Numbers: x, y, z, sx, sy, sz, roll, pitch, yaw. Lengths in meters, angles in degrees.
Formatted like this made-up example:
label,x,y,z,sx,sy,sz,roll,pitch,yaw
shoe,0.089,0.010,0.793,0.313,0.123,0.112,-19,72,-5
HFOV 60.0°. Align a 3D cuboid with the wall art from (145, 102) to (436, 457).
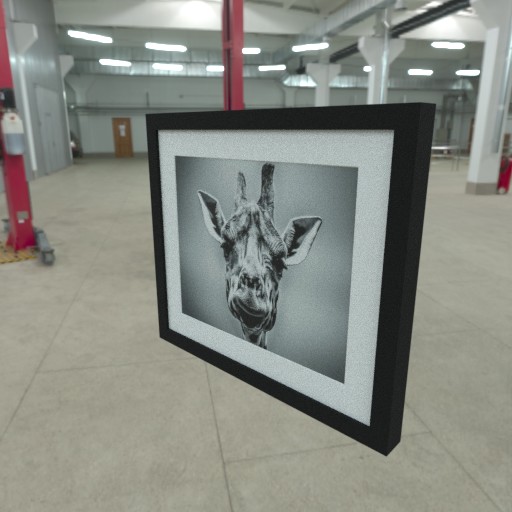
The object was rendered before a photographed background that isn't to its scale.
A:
label,x,y,z,sx,sy,sz,roll,pitch,yaw
wall art,0.000,0.000,0.527,0.381,0.330,0.031,14,21,41
